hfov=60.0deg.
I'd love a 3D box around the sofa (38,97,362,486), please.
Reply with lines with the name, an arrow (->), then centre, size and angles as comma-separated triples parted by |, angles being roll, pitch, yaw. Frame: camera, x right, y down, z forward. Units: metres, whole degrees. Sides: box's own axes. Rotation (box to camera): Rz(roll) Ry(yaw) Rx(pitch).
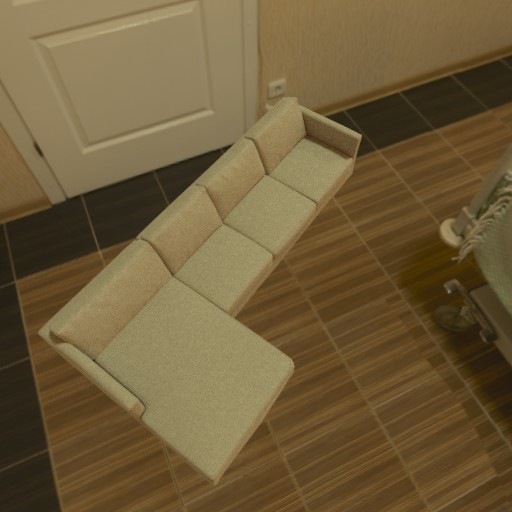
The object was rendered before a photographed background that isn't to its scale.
sofa -> 0.000, 0.000, 3.833 | 1.625, 0.846, 3.186 | 32, 64, 18
